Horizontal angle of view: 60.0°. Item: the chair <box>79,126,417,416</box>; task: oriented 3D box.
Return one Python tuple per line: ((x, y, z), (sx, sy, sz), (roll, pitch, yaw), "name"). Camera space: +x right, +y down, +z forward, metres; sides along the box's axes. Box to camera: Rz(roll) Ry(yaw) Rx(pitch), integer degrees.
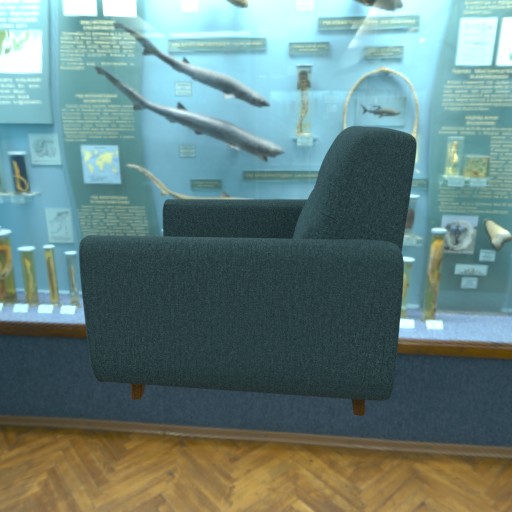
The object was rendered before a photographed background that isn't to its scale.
((0.000, 0.000, 1.671), (0.964, 0.940, 0.880), (2, 16, 7), "chair")
